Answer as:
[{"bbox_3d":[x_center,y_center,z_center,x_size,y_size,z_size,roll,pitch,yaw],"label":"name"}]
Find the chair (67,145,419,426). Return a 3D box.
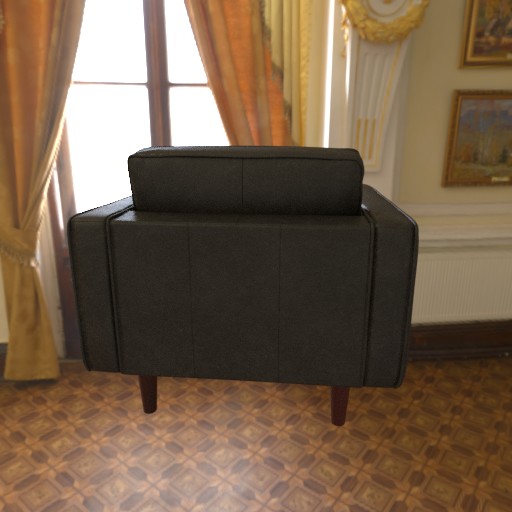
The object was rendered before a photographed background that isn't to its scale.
[{"bbox_3d":[0.000,0.000,1.550,0.889,0.763,0.914,2,16,6],"label":"chair"}]
